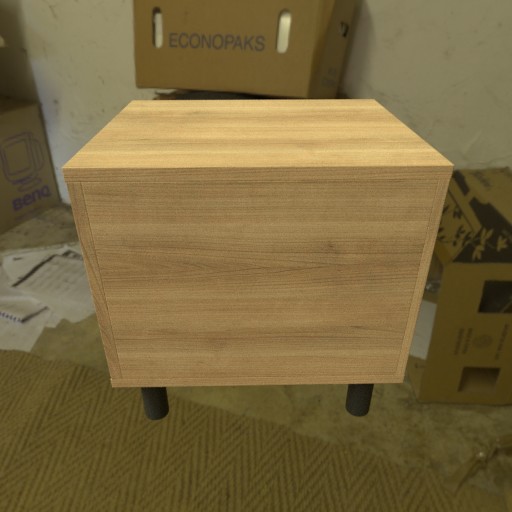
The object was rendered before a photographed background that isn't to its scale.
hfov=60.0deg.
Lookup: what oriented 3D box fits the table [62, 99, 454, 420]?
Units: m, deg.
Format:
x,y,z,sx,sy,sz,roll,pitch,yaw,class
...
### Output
x,y,z,sx,sy,sz,roll,pitch,yaw,class
0.000,0.000,0.782,0.445,0.460,0.380,-1,31,-1,table
